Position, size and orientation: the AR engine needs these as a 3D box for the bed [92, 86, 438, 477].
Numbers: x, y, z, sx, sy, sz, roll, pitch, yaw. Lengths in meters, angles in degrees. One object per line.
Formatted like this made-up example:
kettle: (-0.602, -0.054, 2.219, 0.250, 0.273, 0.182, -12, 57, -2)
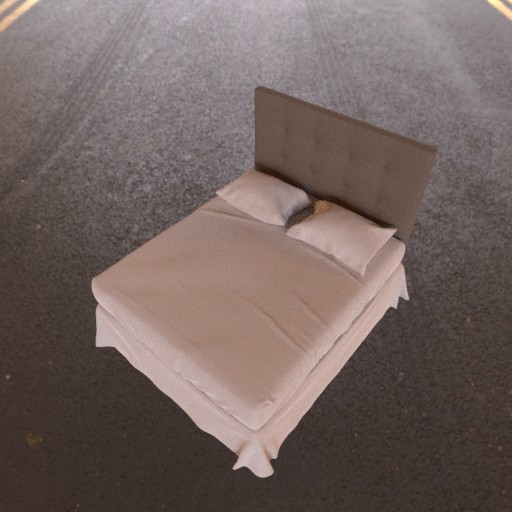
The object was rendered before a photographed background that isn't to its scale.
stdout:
bed: (0.000, 0.000, 3.442, 1.936, 1.577, 2.222, 30, 52, 27)
